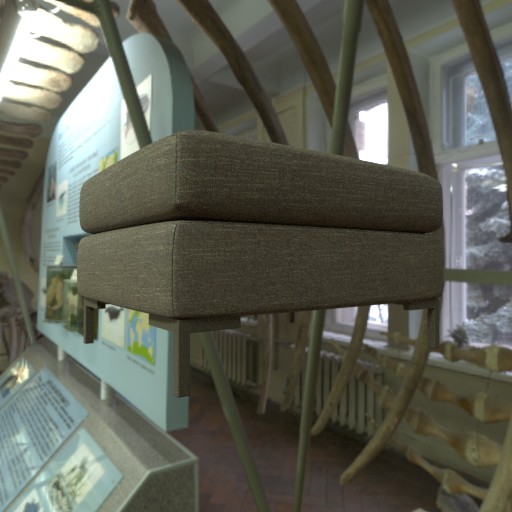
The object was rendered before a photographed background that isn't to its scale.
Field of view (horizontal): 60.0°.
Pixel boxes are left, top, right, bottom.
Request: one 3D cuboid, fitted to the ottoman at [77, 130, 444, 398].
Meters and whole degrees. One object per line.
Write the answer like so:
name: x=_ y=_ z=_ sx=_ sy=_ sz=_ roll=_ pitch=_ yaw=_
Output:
ottoman: x=0.000 y=0.000 z=1.225 sx=0.820 sy=0.490 sz=0.671 roll=1 pitch=-1 yaw=-35
